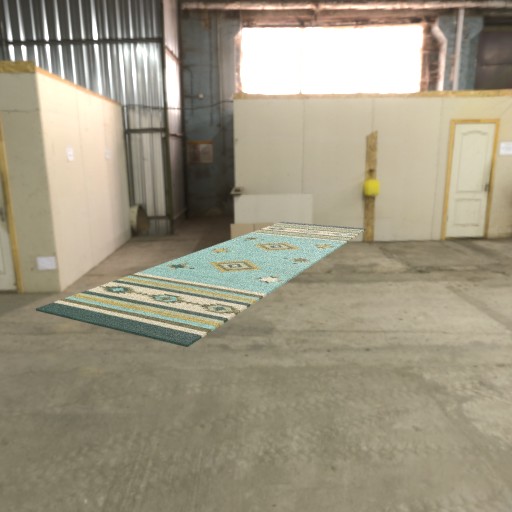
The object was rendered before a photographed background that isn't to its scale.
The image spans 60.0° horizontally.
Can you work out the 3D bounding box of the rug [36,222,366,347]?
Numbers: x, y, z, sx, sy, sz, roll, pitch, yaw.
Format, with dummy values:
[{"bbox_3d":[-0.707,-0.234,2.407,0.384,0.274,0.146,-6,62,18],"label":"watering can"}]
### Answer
[{"bbox_3d":[0.000,0.000,2.676,0.744,0.010,2.441,7,15,26],"label":"rug"}]
